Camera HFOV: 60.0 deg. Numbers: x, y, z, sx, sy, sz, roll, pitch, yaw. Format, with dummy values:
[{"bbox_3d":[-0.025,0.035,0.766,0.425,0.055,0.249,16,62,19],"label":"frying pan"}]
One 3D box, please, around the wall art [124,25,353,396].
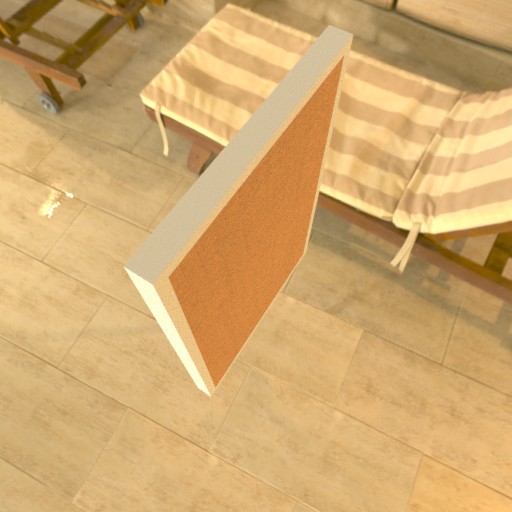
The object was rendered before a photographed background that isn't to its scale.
[{"bbox_3d":[0.000,0.000,0.540,0.025,0.428,0.293,29,67,14],"label":"wall art"}]
